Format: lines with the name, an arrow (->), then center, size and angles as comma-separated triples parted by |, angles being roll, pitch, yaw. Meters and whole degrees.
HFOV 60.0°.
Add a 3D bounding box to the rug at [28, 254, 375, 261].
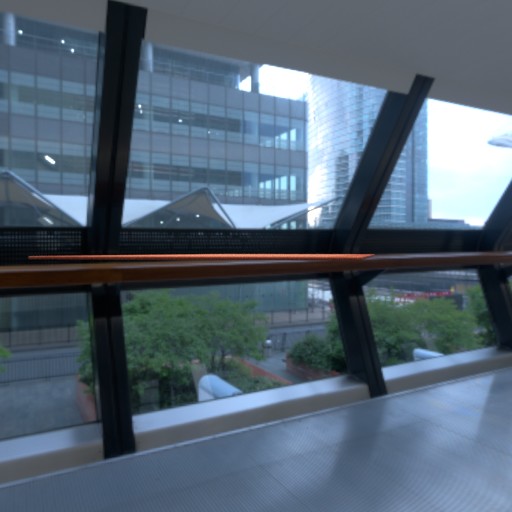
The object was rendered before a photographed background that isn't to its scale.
rug -> 0.000, 0.000, 3.033 | 1.524, 0.014, 2.438 | 0, 0, 16
